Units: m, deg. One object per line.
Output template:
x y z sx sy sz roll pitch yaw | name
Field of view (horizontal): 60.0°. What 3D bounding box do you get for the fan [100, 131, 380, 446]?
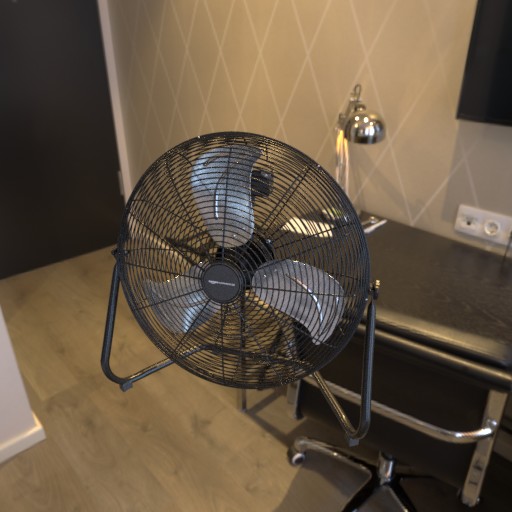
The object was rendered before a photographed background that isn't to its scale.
0.000 0.000 1.028 0.595 0.605 0.470 8 28 15 | fan
